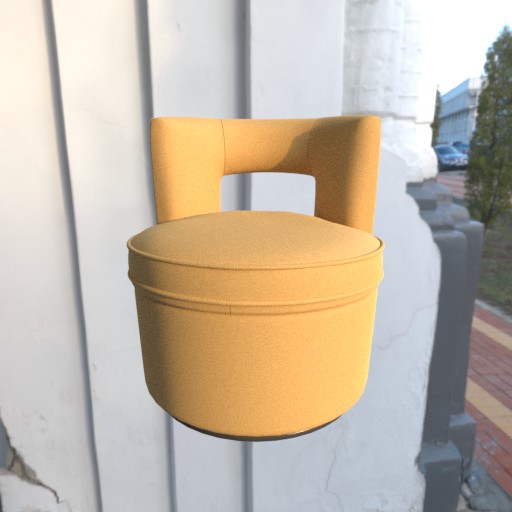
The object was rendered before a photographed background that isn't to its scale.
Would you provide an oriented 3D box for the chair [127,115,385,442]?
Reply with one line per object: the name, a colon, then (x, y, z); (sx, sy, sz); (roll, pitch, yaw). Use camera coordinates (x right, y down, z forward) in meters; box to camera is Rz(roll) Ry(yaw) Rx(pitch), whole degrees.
chair: (0.000, 0.000, 1.168); (0.650, 0.723, 0.665); (2, 14, 8)
